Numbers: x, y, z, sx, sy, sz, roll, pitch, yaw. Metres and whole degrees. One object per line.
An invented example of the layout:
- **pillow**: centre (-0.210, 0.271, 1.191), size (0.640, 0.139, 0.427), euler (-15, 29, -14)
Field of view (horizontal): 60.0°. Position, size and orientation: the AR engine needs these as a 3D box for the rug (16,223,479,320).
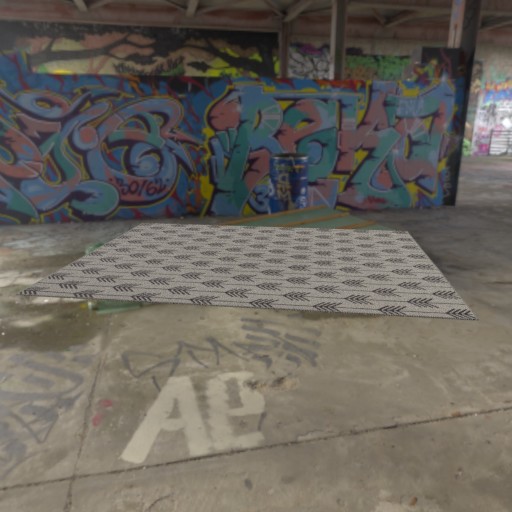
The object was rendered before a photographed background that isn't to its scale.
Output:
- **rug**: centre (0.000, 0.000, 3.984), size (3.061, 0.010, 2.330), euler (2, 17, 8)
